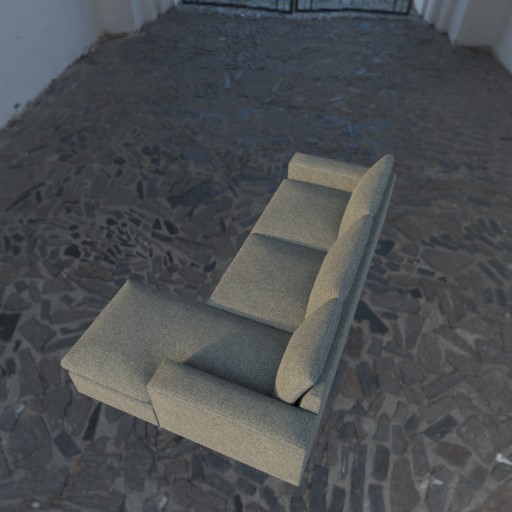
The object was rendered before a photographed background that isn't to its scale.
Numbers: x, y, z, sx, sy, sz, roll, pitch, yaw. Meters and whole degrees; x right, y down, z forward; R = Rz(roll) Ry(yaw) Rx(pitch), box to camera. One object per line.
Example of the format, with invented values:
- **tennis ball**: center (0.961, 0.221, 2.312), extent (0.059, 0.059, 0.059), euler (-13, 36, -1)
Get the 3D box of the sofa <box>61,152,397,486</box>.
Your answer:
- **sofa**: center (0.000, 0.000, 3.518), extent (1.689, 0.940, 2.718), euler (16, 48, 16)
